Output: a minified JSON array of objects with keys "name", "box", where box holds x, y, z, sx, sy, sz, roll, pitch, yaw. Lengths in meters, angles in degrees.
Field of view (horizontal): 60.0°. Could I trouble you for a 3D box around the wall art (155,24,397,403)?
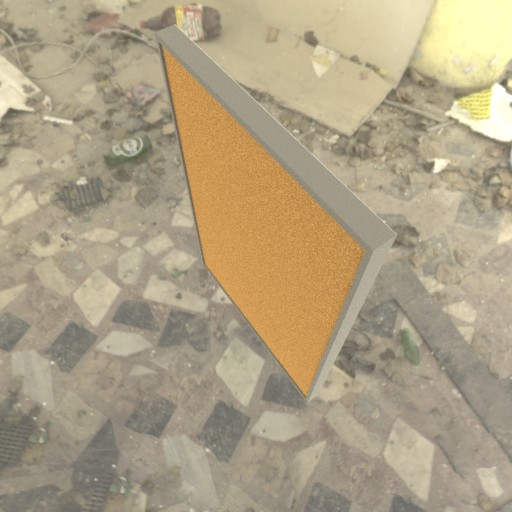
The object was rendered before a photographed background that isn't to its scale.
[{"name":"wall art","box":[0.000,0.000,0.939,0.039,0.753,0.511,-32,64,-17]}]
